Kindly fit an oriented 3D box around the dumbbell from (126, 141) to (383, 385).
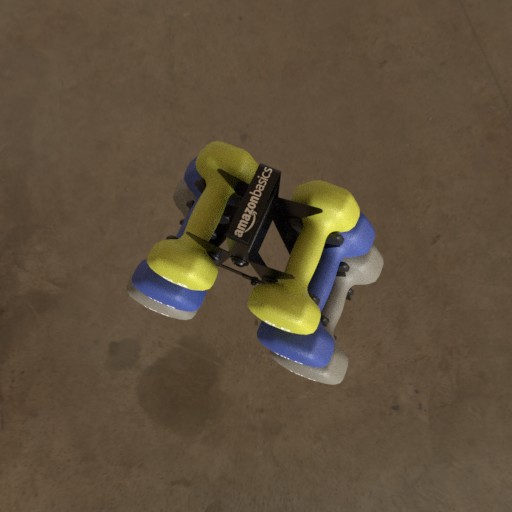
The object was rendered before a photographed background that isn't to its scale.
[{"bbox_3d":[0.000,0.000,0.680,0.416,0.426,0.261,23,75,6],"label":"dumbbell"}]
